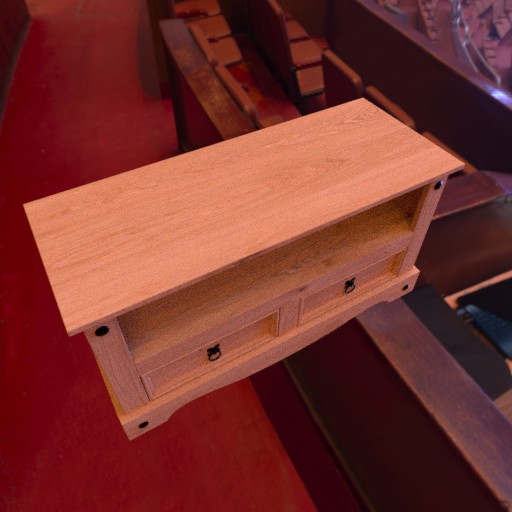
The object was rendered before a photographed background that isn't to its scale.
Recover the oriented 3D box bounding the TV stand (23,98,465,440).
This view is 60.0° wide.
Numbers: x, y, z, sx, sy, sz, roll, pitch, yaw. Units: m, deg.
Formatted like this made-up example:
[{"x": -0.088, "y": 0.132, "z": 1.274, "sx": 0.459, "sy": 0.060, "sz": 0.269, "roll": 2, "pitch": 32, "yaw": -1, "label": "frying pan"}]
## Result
[{"x": 0.000, "y": 0.000, "z": 1.353, "sx": 1.080, "sy": 0.550, "sz": 0.440, "roll": -23, "pitch": 51, "yaw": -20, "label": "TV stand"}]
